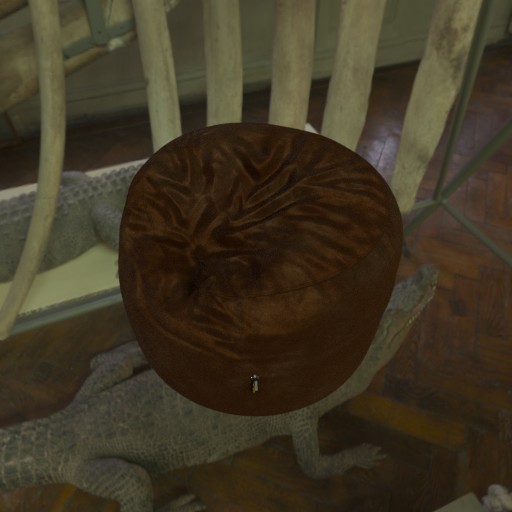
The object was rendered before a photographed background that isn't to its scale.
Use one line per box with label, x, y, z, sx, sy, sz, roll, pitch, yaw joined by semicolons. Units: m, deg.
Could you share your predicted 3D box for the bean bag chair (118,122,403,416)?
bean bag chair;0.000;0.000;1.507;0.918;0.616;0.918;0;46;0
